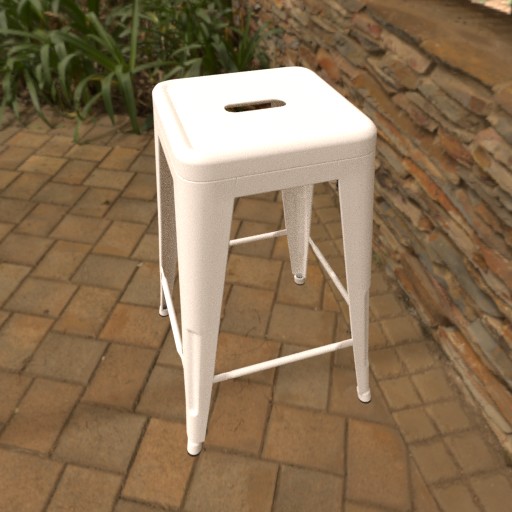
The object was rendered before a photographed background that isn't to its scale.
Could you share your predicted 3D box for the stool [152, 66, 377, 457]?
[{"bbox_3d":[0.000,0.000,0.860,0.406,0.610,0.406,-12,43,-13],"label":"stool"}]
